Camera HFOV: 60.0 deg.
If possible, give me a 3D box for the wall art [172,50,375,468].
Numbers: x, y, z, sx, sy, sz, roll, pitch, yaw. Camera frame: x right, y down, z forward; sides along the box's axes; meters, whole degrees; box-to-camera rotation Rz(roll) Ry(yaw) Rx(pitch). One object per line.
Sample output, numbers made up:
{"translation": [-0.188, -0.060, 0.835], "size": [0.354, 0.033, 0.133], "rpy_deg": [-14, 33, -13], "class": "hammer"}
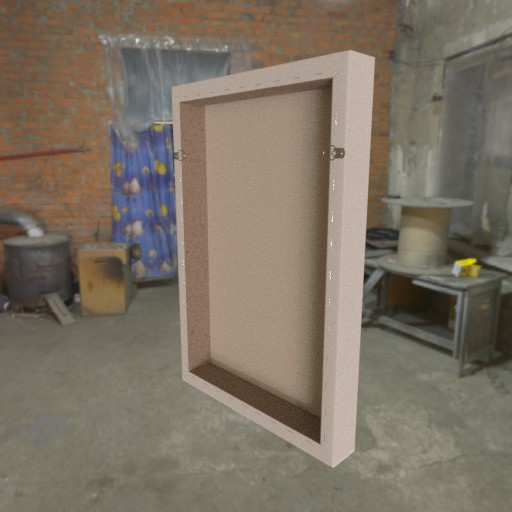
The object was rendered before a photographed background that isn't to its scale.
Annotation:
{"translation": [0.000, 0.000, 0.495], "size": [0.039, 0.381, 0.252], "rpy_deg": [-12, 17, -43], "class": "wall art"}
